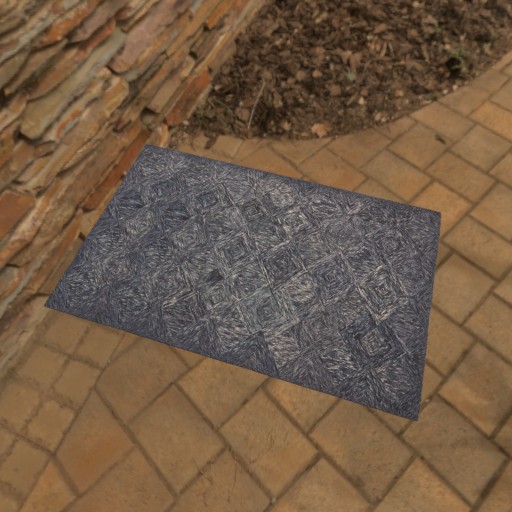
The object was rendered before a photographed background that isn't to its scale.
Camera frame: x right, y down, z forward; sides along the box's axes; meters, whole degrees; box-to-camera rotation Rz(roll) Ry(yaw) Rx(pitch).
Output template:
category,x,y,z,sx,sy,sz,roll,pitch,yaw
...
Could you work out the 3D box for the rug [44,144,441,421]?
category,x,y,z,sx,sy,sz,roll,pitch,yaw
rug,0.000,0.000,2.246,1.754,0.010,1.139,15,59,9
